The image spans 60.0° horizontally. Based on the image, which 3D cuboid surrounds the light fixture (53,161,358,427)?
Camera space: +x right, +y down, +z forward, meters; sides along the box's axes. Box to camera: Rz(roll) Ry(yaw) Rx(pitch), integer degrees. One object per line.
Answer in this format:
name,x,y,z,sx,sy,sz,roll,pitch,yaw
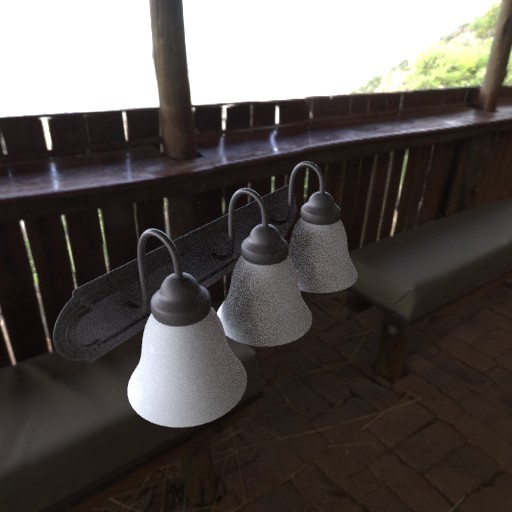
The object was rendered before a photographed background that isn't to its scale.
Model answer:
light fixture,0.000,0.000,0.721,0.199,0.222,0.610,17,32,30
